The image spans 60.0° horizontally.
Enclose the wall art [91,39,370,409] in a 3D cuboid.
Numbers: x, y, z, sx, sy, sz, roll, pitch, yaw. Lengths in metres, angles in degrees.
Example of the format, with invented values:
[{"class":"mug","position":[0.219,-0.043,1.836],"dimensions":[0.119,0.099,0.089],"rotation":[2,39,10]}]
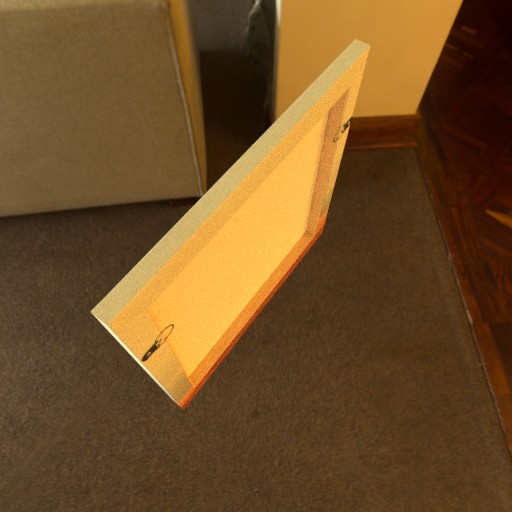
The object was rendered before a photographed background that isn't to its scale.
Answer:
[{"class":"wall art","position":[0.000,0.000,0.893],"dimensions":[0.034,0.605,0.605],"rotation":[33,67,16]}]
